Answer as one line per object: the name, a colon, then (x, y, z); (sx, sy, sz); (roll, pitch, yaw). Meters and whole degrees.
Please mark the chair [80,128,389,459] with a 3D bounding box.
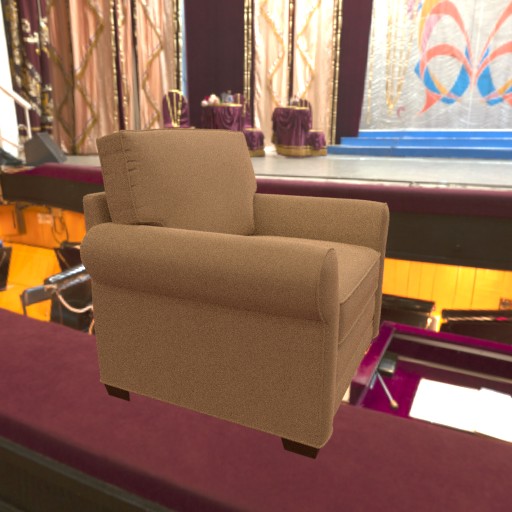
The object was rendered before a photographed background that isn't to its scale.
chair: (0.000, 0.000, 1.728); (0.863, 0.955, 1.040); (7, 17, 24)
